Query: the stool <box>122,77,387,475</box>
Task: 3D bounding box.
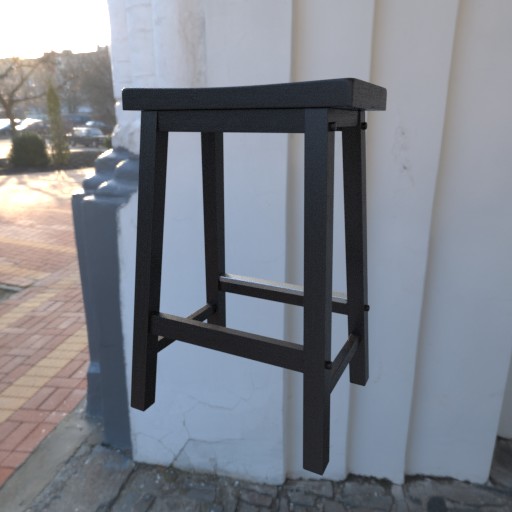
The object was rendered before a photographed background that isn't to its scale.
[{"bbox_3d":[0.000,0.000,0.858,0.406,0.610,0.322,8,19,26],"label":"stool"}]
